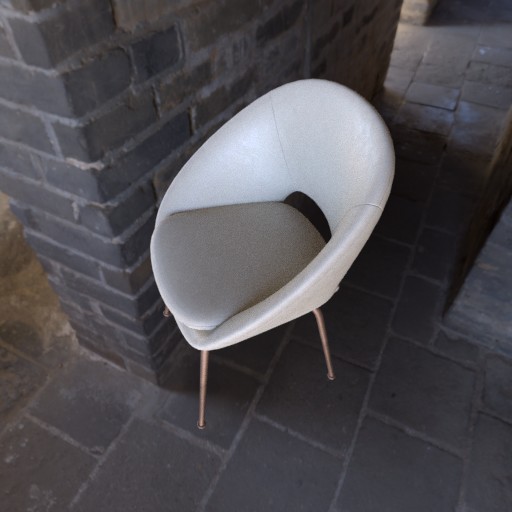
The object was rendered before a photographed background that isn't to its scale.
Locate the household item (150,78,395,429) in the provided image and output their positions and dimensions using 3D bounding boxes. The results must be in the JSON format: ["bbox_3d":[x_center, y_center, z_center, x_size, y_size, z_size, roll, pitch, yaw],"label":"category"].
[{"bbox_3d":[0.000,0.000,1.261,0.573,0.852,0.623,-16,49,-14],"label":"household item"}]
